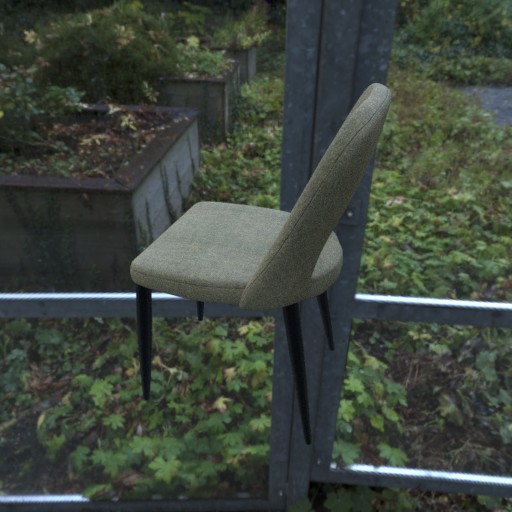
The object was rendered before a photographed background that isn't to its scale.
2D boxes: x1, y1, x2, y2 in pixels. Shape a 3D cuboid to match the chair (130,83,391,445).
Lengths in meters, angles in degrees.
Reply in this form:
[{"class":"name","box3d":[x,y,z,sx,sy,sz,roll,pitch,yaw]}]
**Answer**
[{"class":"chair","box3d":[0.000,0.000,1.264,0.612,0.931,0.470,9,32,15]}]
